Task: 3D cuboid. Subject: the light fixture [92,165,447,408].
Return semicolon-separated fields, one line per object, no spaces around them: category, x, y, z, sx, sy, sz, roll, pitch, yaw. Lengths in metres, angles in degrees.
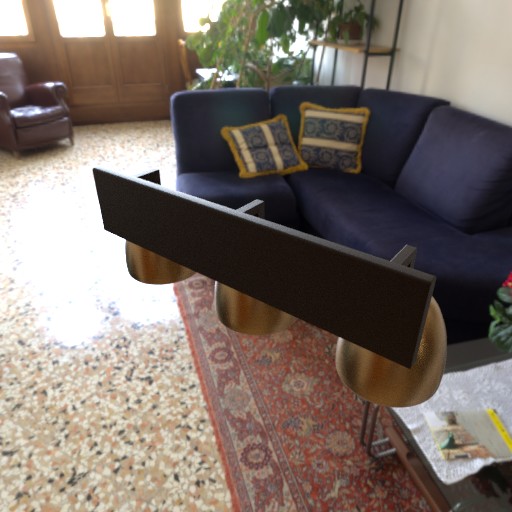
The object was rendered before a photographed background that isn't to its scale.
light fixture;0.000;0.000;0.669;0.582;0.204;0.157;21;36;32
